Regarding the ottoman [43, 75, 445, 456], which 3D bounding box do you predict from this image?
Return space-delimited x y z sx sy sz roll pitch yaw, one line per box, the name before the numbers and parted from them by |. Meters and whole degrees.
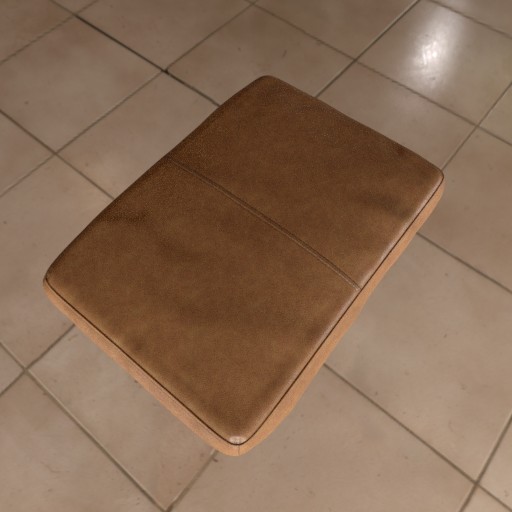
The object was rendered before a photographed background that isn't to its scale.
ottoman | 0.000 0.000 1.201 0.630 0.461 0.869 35 68 16
